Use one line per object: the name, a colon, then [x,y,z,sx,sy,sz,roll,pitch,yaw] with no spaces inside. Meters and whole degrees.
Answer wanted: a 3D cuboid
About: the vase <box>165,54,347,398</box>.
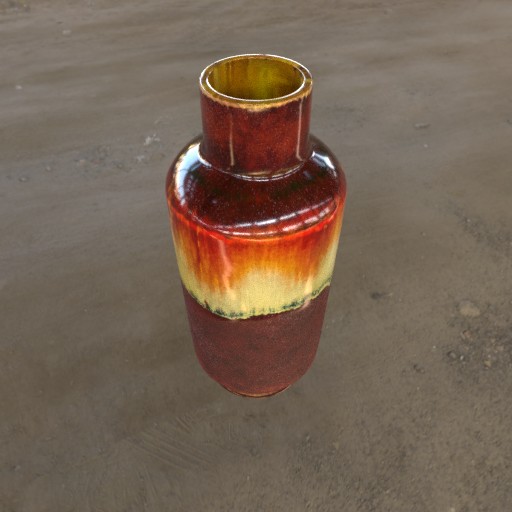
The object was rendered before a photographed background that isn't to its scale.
vase: [0.000,0.000,0.317,0.111,0.261,0.111,0,46,0]
